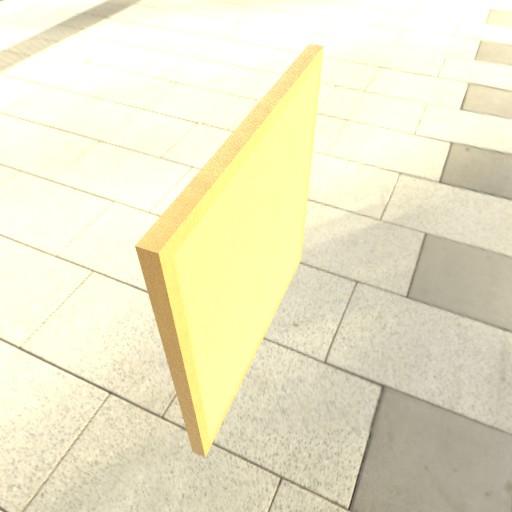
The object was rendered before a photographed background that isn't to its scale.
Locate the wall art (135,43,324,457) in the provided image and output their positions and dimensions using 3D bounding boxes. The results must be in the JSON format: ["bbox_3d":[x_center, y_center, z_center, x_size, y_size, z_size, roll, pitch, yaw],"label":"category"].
[{"bbox_3d":[0.000,0.000,2.843,0.097,1.936,1.935,17,49,16],"label":"wall art"}]
